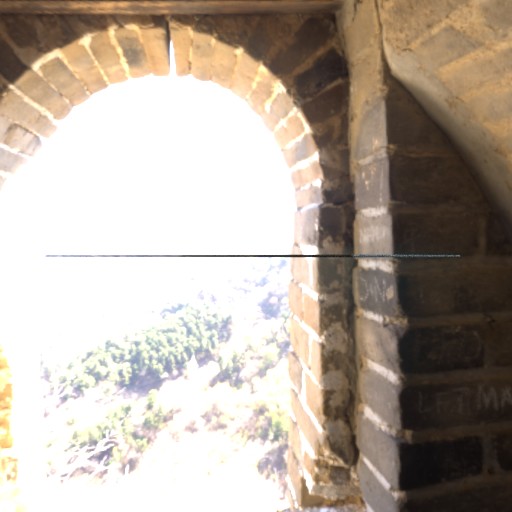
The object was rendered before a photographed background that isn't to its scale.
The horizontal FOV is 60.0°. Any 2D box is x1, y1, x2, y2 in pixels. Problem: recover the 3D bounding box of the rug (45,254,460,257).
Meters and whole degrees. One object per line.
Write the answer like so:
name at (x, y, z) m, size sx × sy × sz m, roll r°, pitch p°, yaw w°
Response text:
rug at (0.000, 0.000, 4.155) m, size 3.050 × 0.016 × 2.441 m, roll 0°, pitch 0°, yaw 37°
